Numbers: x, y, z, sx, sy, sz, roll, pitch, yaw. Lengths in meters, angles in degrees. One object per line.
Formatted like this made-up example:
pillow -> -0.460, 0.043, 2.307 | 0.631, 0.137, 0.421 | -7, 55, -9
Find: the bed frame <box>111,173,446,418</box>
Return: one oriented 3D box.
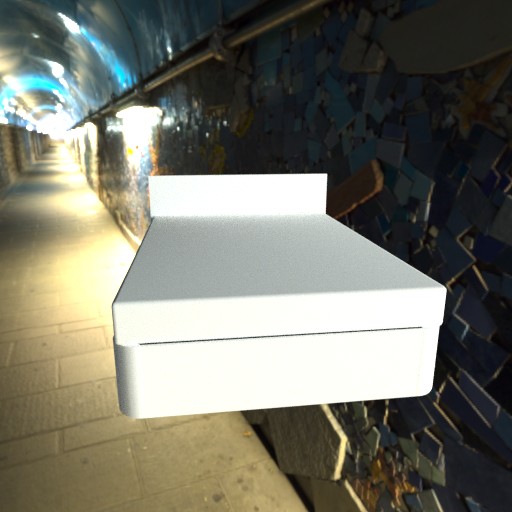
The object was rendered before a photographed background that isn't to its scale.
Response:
bed frame -> 0.000, 0.000, 2.671 | 1.400, 0.800, 1.900 | -2, 16, -7
